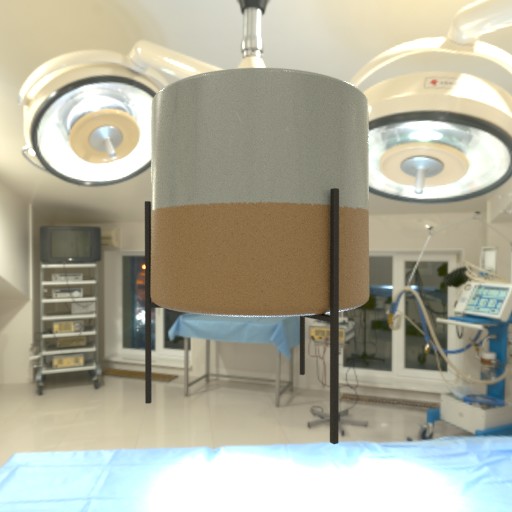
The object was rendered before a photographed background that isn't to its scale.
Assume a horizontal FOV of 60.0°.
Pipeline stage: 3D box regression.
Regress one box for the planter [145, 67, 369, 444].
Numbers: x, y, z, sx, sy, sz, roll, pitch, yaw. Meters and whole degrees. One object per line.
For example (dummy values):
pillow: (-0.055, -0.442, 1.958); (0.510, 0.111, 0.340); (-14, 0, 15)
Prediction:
planter: (0.000, 0.000, 0.725); (0.360, 0.480, 0.348); (0, 1, -2)
